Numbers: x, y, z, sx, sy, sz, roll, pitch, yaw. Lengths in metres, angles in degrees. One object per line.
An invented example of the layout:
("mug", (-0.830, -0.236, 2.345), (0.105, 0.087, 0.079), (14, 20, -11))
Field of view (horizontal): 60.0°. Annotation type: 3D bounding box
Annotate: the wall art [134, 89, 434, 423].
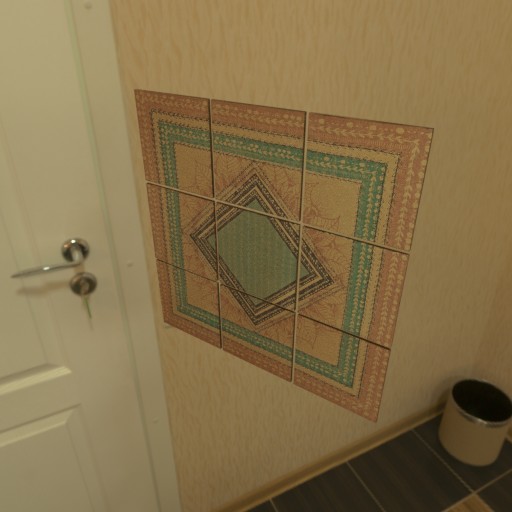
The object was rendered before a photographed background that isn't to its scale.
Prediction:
("wall art", (0.000, 0.000, 1.850), (1.215, 1.213, 0.013), (18, 34, 29))
